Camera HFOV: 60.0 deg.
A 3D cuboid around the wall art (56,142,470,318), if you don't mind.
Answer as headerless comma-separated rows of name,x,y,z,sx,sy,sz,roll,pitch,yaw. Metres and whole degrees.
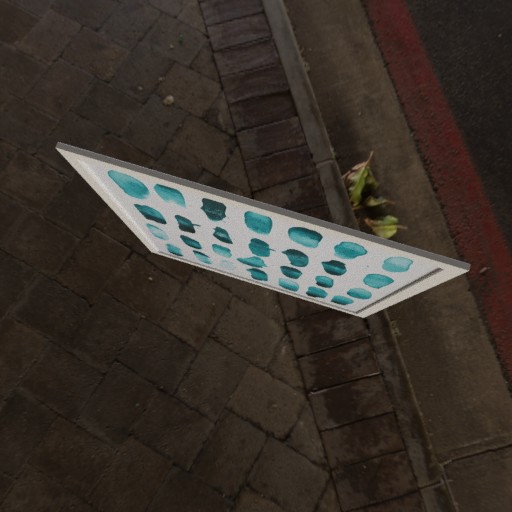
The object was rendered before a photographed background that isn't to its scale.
wall art,0.000,0.000,1.226,0.812,0.813,0.013,17,77,4
